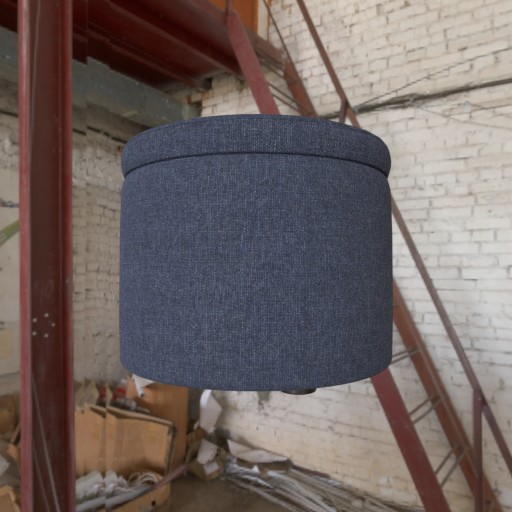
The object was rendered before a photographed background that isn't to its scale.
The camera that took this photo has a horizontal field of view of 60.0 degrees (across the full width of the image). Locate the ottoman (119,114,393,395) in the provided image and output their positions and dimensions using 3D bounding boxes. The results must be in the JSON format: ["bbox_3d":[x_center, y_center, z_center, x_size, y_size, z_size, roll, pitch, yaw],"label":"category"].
[{"bbox_3d":[0.000,0.000,0.883,0.520,0.430,0.520,0,-1,0],"label":"ottoman"}]
